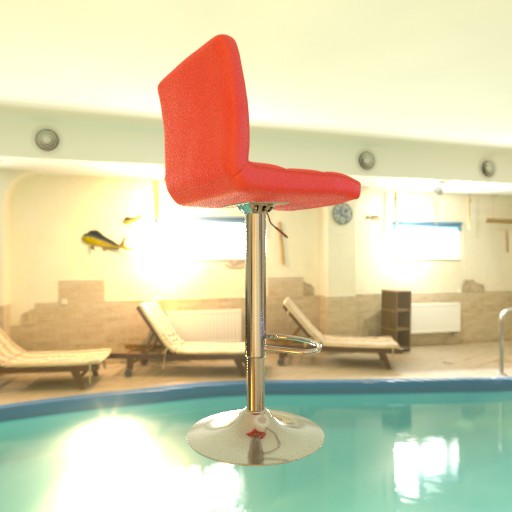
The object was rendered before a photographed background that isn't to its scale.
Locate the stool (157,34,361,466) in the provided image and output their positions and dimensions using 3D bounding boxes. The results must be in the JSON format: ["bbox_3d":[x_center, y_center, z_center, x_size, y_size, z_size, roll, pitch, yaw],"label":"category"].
[{"bbox_3d":[0.000,0.000,1.380,0.505,1.115,0.430,0,0,-35],"label":"stool"}]
